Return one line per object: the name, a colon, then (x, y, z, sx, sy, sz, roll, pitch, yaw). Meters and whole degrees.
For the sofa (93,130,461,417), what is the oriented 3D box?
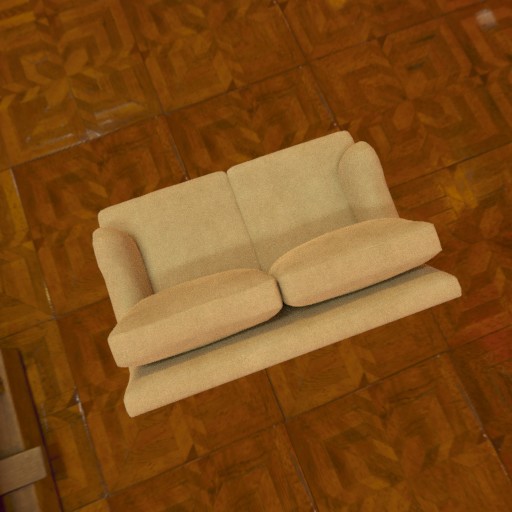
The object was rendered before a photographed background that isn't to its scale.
sofa: (0.000, 0.000, 2.312, 1.498, 1.087, 1.086, -19, 77, -5)
